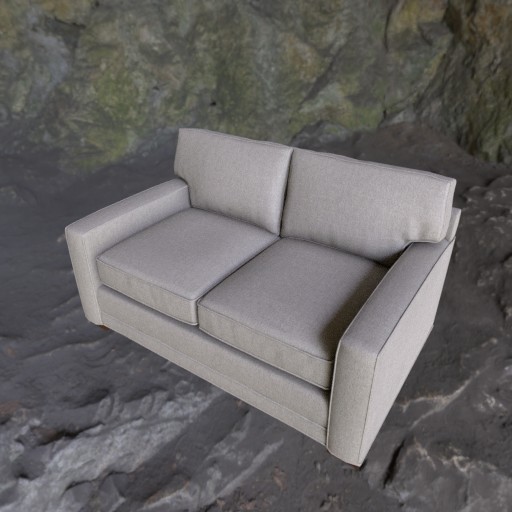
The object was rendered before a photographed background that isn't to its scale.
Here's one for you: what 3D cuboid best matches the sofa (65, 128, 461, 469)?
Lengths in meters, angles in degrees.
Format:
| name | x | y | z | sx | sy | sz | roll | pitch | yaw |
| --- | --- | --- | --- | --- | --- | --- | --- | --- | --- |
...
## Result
| name | x | y | z | sx | sy | sz | roll | pitch | yaw |
| --- | --- | --- | --- | --- | --- | --- | --- | --- | --- |
| sofa | 0.000 | 0.000 | 2.019 | 1.484 | 0.853 | 0.940 | 19 | 35 | 29 |
